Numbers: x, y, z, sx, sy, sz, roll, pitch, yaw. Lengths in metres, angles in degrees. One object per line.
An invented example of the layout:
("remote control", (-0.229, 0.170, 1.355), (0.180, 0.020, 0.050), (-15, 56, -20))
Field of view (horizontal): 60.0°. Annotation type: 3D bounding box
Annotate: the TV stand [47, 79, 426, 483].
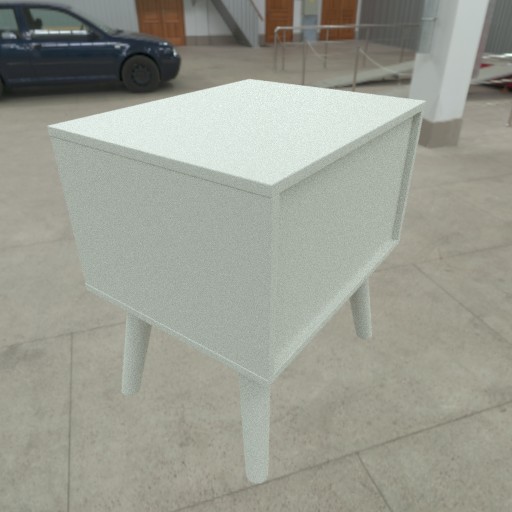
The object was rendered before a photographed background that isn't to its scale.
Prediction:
("TV stand", (0.000, 0.000, 0.882), (0.405, 0.559, 0.508), (20, 36, 30))
